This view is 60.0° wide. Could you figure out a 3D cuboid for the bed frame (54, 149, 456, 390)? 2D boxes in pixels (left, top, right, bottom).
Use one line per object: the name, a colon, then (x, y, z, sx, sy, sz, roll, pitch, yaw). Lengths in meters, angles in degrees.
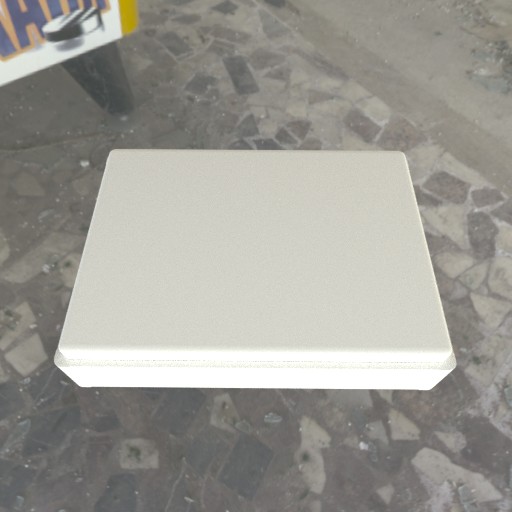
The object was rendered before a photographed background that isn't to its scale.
bed frame: (0.000, 0.000, 2.545, 1.900, 0.406, 1.400, 0, 57, 0)
